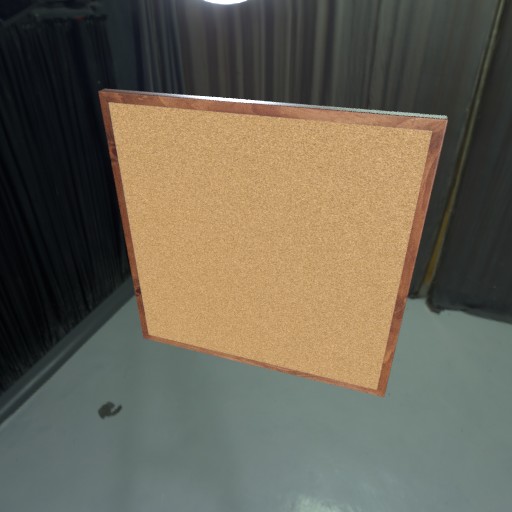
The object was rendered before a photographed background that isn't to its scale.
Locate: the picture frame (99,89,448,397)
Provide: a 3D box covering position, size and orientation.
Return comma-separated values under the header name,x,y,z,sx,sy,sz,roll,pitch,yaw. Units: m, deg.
name,x,y,z,sx,sy,sz,roll,pitch,yaw
picture frame,0.000,0.000,1.213,0.810,0.817,0.029,10,34,15
